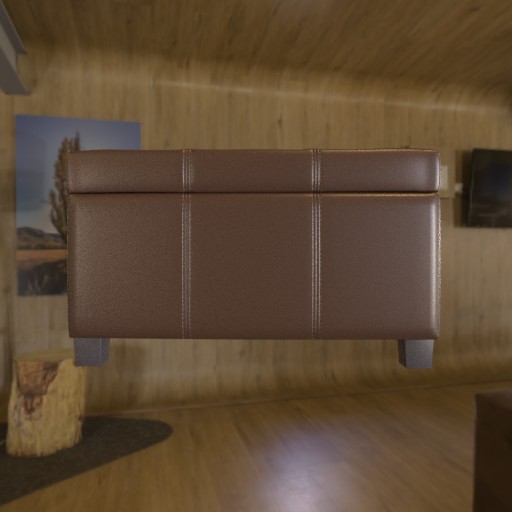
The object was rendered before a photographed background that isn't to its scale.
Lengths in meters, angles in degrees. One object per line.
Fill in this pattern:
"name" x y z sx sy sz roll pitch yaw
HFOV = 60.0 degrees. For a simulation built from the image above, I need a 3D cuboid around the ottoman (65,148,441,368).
"ottoman" 0.000 0.000 1.293 0.788 0.460 0.787 0 0 1
